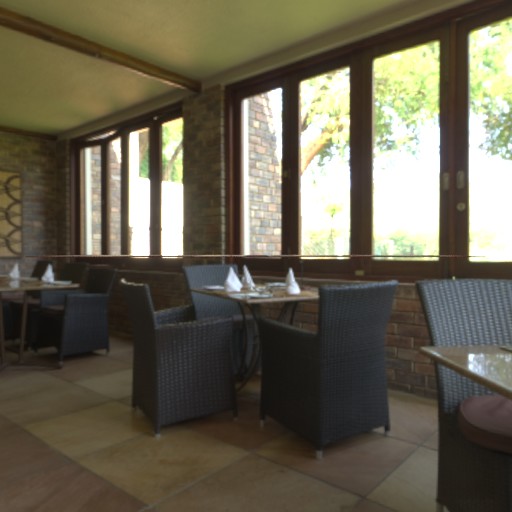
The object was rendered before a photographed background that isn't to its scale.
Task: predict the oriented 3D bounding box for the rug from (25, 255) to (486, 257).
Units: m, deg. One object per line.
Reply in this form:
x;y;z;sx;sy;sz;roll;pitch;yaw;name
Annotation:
0.000;0.000;2.742;2.437;0.006;0.792;0;1;0;rug
